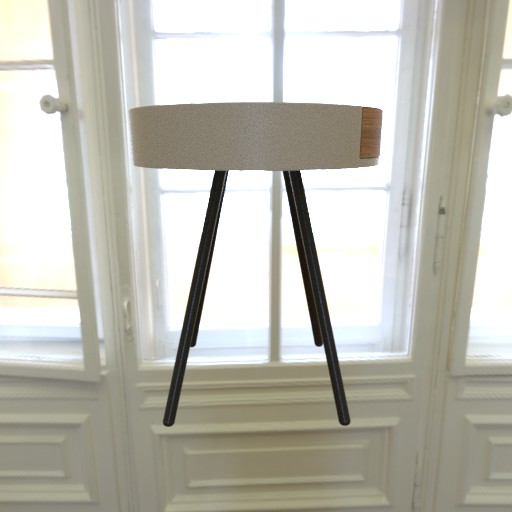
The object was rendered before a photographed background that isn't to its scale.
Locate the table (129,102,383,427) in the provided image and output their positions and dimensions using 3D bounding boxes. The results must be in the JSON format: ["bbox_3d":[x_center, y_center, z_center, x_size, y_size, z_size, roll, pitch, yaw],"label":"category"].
[{"bbox_3d":[0.000,0.000,0.849,0.450,0.525,0.450,0,15,0],"label":"table"}]
